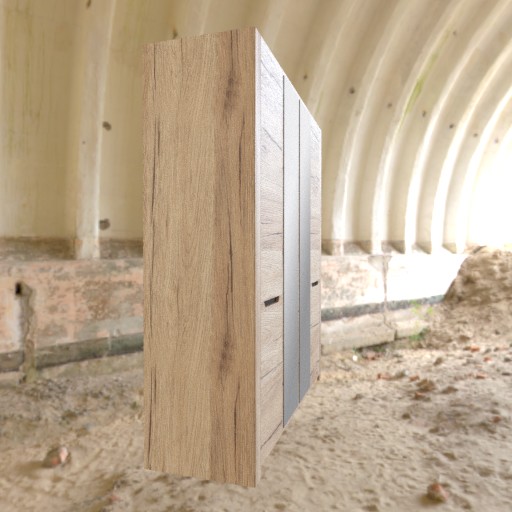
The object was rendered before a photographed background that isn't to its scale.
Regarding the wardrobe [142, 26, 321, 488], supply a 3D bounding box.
[{"bbox_3d":[0.000,0.000,2.934,0.580,2.070,1.810,0,1,18],"label":"wardrobe"}]
